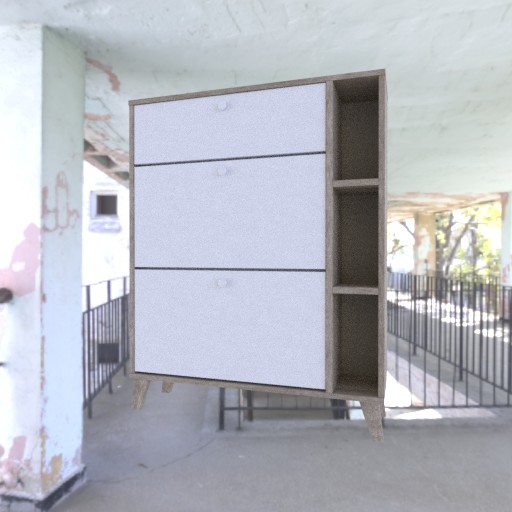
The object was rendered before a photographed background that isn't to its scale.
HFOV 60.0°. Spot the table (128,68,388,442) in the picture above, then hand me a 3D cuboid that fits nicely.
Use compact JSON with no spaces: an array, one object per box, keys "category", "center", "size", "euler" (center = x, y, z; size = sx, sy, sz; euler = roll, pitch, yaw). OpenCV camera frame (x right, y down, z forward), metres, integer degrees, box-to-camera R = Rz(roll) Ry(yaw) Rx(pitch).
[{"category":"table","center":[0.000,0.000,1.599],"size":[0.902,1.135,0.256],"euler":[0,0,18]}]
